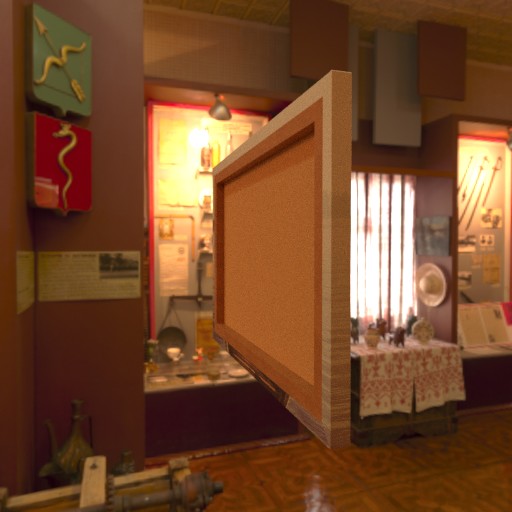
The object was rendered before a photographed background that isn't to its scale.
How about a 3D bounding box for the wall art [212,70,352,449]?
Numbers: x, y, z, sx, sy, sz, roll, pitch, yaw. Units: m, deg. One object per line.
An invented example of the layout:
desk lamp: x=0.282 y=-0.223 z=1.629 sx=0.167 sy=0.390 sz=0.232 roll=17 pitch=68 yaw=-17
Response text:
wall art: x=0.000 y=0.000 z=1.150 sx=0.037 sy=0.609 sz=0.916 roll=0 pitch=1 yaw=-17
